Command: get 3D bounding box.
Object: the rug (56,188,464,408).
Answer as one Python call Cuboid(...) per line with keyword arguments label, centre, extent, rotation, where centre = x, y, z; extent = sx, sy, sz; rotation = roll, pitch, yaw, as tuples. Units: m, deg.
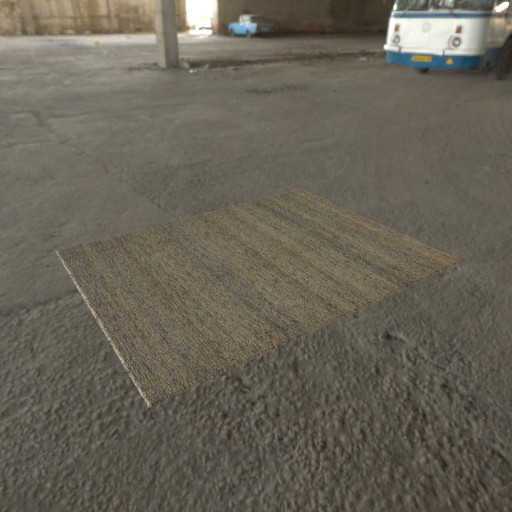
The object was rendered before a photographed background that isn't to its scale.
Cuboid(label="rug", centre=(0.000, 0.000, 4.339), extent=(3.199, 0.036, 2.414), rotation=(-18, 34, -29))
